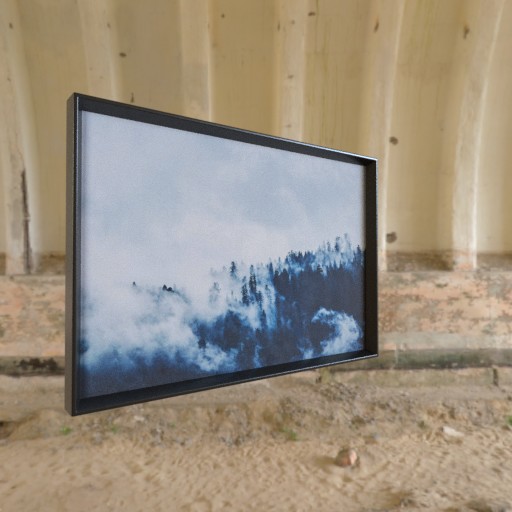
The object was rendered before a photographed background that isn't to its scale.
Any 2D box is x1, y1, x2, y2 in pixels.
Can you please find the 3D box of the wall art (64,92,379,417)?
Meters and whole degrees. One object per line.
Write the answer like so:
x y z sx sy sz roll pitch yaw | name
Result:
0.000 0.000 1.174 0.939 0.640 0.058 1 -1 -36 | wall art
